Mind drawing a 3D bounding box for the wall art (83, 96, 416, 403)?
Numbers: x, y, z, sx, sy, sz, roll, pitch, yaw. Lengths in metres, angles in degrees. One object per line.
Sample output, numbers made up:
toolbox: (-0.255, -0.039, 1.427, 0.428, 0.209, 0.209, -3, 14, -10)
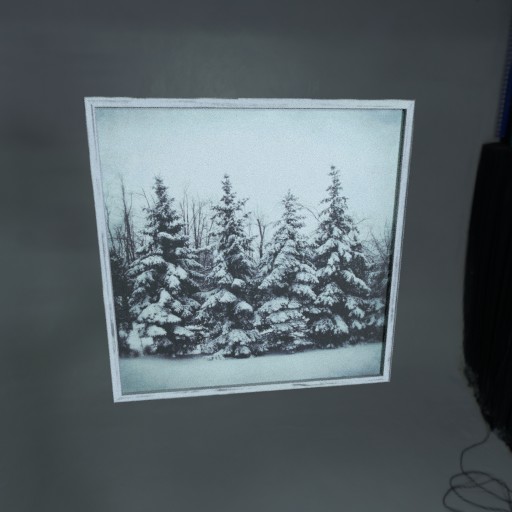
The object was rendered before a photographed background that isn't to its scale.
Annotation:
wall art: (0.000, 0.000, 0.756, 0.506, 0.506, 0.038, -2, 16, -7)
